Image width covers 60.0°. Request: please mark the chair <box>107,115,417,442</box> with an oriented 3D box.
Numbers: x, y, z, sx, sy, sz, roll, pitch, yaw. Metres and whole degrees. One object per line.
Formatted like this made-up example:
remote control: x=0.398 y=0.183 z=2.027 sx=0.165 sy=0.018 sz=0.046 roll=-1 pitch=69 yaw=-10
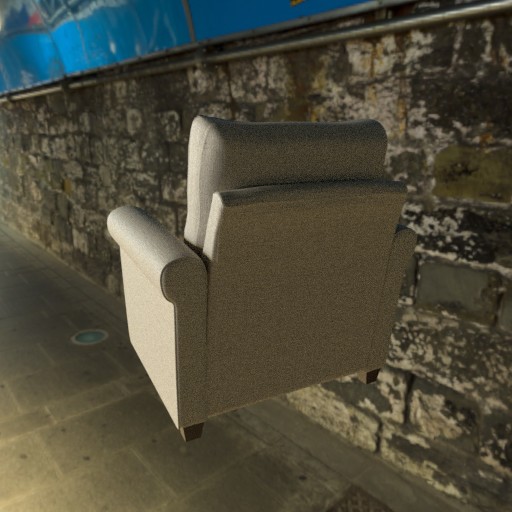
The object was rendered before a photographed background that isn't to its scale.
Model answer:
chair: x=0.000 y=0.000 z=2.288 sx=1.275 sy=1.349 sz=1.180 roll=-8 pitch=17 yaw=-26
